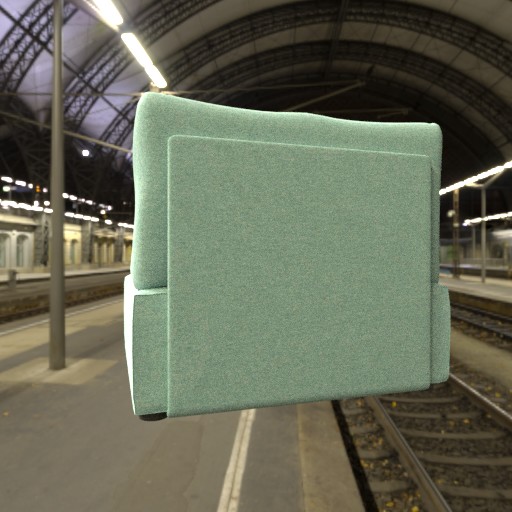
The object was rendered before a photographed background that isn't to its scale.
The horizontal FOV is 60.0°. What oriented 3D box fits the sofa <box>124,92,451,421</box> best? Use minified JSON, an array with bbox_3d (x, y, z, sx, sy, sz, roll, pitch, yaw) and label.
[{"bbox_3d":[0.000,0.000,1.657,0.930,0.820,1.000,0,0,-18],"label":"sofa"}]
